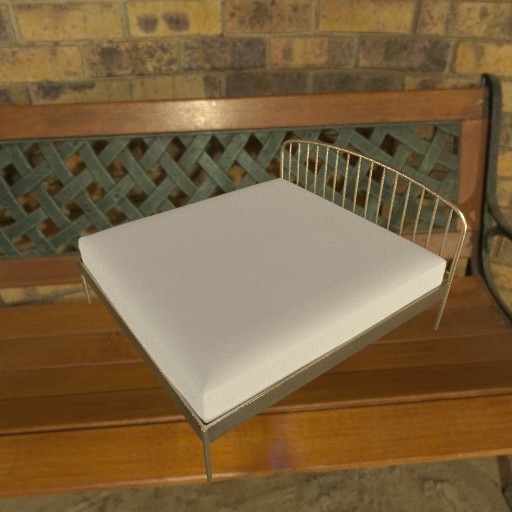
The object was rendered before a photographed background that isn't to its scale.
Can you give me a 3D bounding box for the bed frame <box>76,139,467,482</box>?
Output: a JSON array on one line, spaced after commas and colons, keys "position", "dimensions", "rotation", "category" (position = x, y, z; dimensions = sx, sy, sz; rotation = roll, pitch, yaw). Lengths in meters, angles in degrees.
[{"position": [0.000, 0.000, 3.378], "dimensions": [2.152, 1.174, 2.016], "rotation": [-22, 39, -30], "category": "bed frame"}]
